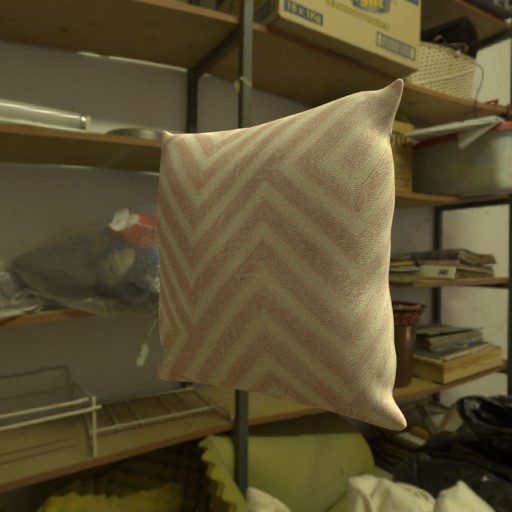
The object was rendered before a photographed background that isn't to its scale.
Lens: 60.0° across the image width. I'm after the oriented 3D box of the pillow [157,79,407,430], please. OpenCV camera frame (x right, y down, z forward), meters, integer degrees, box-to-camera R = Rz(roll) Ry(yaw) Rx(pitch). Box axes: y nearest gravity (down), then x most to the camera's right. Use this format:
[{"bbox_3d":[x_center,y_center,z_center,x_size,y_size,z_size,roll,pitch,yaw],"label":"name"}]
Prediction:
[{"bbox_3d":[0.000,0.000,0.661,0.440,0.441,0.182,0,0,36],"label":"pillow"}]
